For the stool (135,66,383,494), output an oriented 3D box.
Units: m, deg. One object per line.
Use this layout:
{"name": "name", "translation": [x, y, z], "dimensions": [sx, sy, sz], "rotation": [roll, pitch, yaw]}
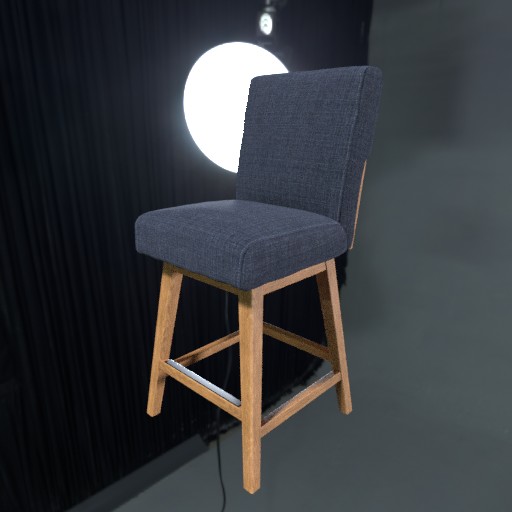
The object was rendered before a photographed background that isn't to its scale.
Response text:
{"name": "stool", "translation": [0.000, 0.000, 1.260], "dimensions": [0.459, 1.010, 0.526], "rotation": [16, 23, 41]}
